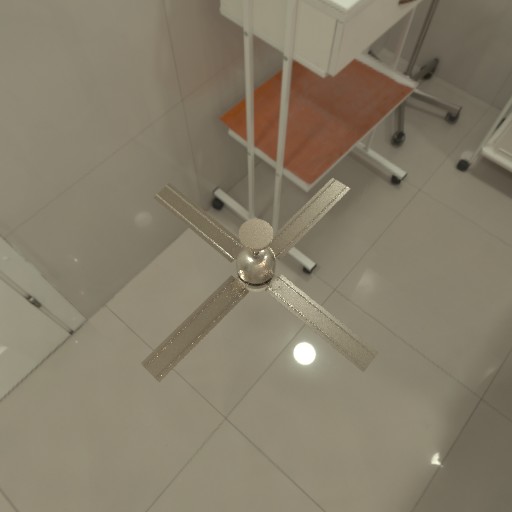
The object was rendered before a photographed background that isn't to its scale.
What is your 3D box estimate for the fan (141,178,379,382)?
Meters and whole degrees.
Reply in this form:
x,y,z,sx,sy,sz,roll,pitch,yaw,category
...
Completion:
x,y,z,sx,sy,sz,roll,pitch,yaw,category
0.000,0.000,2.007,1.346,0.406,1.346,38,69,17,fan
